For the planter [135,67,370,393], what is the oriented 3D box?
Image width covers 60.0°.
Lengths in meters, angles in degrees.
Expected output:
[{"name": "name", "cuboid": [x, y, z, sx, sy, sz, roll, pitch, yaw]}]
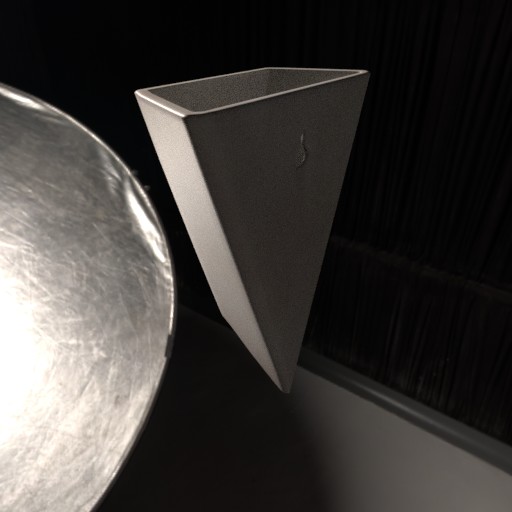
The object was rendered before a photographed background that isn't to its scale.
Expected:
[{"name": "planter", "cuboid": [0.000, 0.000, 0.267, 0.060, 0.197, 0.150, 20, 35, 31]}]
